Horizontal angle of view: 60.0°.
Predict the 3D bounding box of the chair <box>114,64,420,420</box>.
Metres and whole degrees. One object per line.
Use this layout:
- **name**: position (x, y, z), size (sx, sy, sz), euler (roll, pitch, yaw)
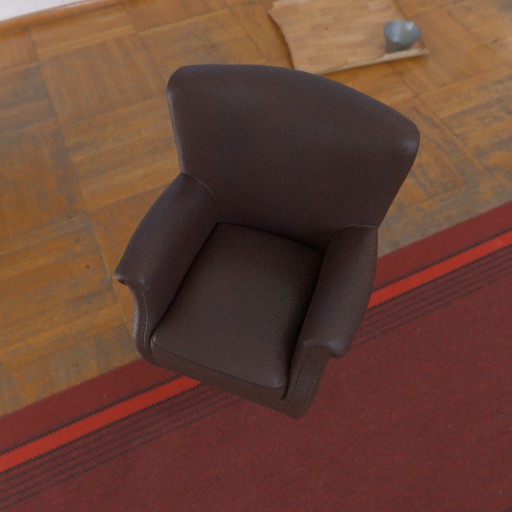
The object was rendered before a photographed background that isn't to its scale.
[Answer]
- **chair**: position (0.000, 0.000, 1.340), size (0.700, 0.800, 0.746), euler (18, 61, 10)
